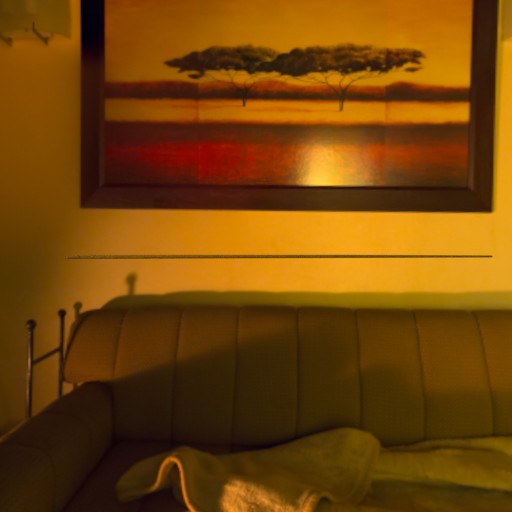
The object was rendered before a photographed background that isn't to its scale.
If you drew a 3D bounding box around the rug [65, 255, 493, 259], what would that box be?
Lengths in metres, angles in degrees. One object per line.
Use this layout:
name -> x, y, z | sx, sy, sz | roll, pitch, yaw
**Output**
rug -> 0.000, 0.000, 4.095 | 3.050, 0.016, 2.441 | 0, 0, -18
